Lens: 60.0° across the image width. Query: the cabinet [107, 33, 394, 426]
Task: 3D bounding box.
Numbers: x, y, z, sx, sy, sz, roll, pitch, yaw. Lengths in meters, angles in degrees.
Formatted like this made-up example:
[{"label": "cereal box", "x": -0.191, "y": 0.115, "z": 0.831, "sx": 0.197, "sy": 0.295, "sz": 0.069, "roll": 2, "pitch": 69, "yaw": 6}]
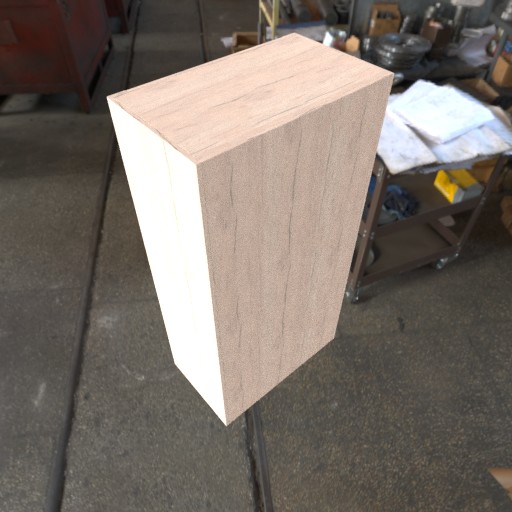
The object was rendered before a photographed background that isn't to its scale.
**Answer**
[{"label": "cabinet", "x": 0.000, "y": 0.000, "z": 2.420, "sx": 0.980, "sy": 1.930, "sz": 0.580, "roll": -32, "pitch": 54, "yaw": -27}]
